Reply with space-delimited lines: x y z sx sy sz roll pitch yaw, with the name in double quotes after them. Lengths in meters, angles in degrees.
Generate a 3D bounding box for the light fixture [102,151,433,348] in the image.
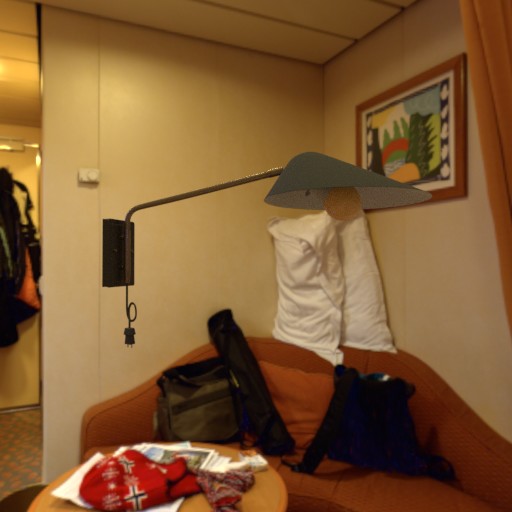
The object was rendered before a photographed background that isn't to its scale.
0.000 0.000 0.695 0.516 0.312 0.240 0 -1 18 "light fixture"
